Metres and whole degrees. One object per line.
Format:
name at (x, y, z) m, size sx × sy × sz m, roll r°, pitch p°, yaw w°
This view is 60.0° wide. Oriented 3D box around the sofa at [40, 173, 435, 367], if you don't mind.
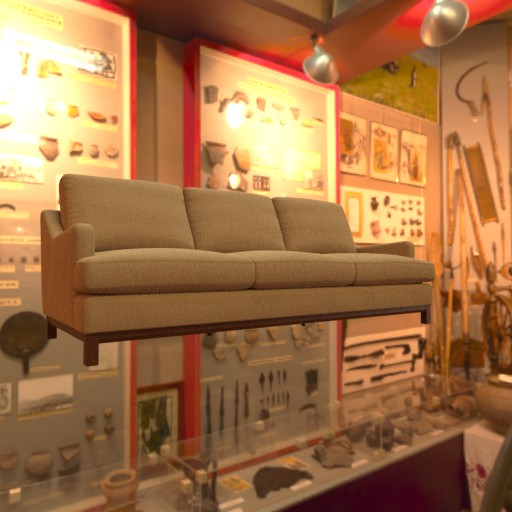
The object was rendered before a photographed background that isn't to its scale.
sofa at (0.000, 0.000, 2.763) m, size 2.321 × 0.913 × 1.000 m, roll 1°, pitch -2°, yaw -35°
